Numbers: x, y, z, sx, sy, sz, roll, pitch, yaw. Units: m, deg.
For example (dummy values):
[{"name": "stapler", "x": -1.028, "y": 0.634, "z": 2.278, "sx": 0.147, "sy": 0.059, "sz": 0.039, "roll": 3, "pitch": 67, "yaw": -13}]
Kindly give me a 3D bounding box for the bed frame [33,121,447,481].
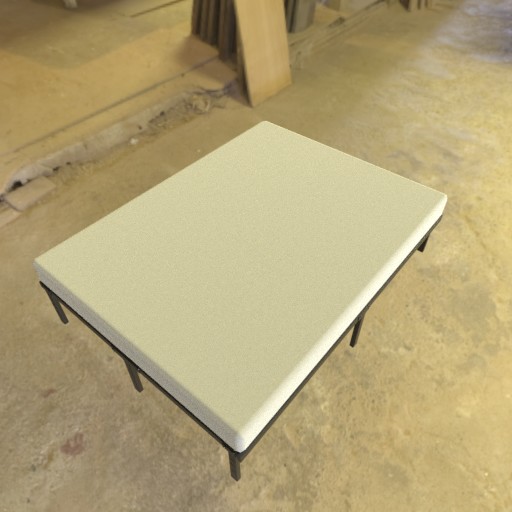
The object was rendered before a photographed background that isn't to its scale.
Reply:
[{"name": "bed frame", "x": 0.000, "y": 0.000, "z": 3.607, "sx": 1.990, "sy": 0.680, "sz": 2.635, "roll": 31, "pitch": 53, "yaw": 27}]
